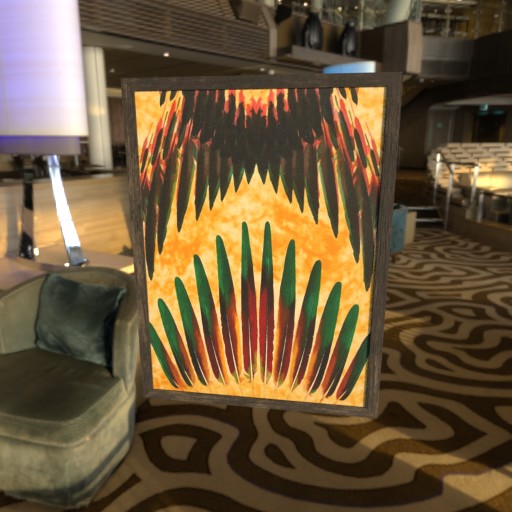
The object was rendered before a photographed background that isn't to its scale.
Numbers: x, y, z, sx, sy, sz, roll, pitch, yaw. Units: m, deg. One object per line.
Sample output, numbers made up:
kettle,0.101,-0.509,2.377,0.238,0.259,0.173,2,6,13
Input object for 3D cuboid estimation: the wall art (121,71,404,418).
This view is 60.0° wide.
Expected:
wall art,0.000,0.000,1.403,0.812,1.066,0.029,2,14,9
